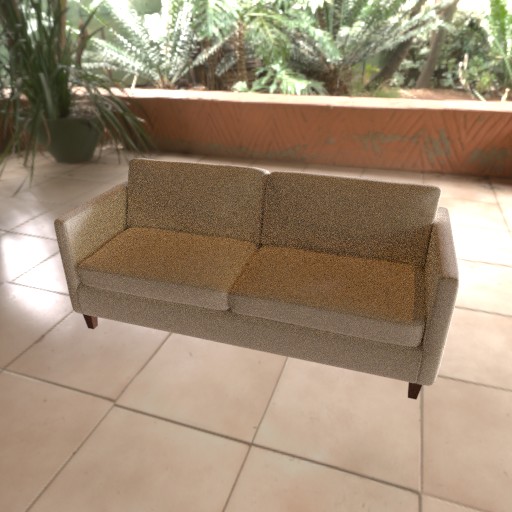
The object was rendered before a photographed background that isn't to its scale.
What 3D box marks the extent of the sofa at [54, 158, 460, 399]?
[{"bbox_3d":[0.000,0.000,2.666,2.139,0.933,0.924,9,29,16],"label":"sofa"}]
